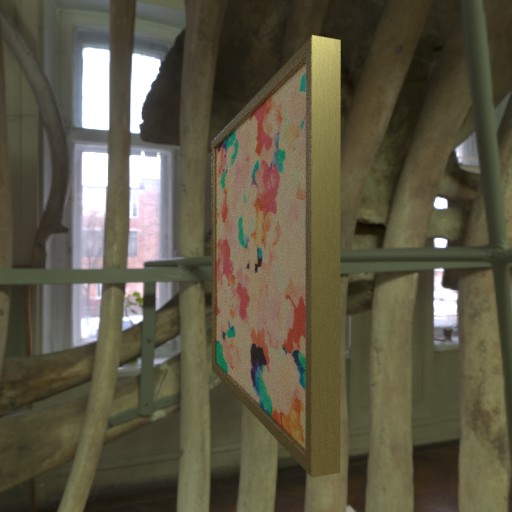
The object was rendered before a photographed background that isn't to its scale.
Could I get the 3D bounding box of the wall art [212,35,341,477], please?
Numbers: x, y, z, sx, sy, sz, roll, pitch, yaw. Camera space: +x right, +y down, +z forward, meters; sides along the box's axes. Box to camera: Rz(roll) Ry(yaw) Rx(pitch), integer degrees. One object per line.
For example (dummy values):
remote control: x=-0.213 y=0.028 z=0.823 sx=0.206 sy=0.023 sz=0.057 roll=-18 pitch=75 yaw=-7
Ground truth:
wall art: x=0.000 y=0.000 z=0.757 sx=0.037 sy=0.509 sz=0.510 roll=0 pitch=0 yaw=-19
